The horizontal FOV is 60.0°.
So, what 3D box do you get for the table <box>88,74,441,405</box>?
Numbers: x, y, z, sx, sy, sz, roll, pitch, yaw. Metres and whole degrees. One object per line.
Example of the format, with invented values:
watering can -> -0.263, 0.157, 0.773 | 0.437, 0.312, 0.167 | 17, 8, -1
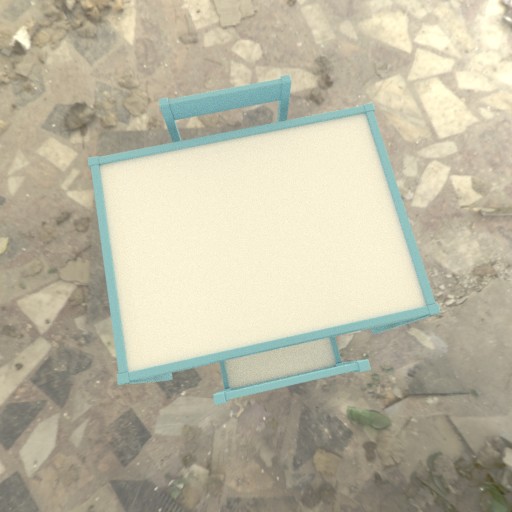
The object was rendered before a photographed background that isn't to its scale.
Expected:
table -> 0.000, 0.000, 1.108 | 0.639, 0.503, 0.633 | -12, 76, -3
